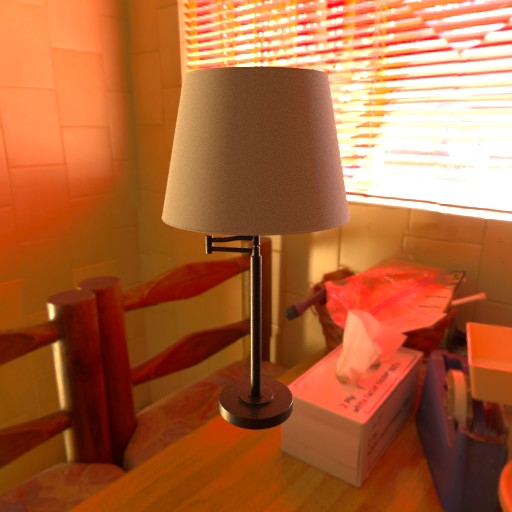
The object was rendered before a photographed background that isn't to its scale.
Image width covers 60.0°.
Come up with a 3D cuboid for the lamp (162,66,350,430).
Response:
[{"bbox_3d":[0.000,0.000,0.894,0.363,0.696,0.363,0,16,0],"label":"lamp"}]
